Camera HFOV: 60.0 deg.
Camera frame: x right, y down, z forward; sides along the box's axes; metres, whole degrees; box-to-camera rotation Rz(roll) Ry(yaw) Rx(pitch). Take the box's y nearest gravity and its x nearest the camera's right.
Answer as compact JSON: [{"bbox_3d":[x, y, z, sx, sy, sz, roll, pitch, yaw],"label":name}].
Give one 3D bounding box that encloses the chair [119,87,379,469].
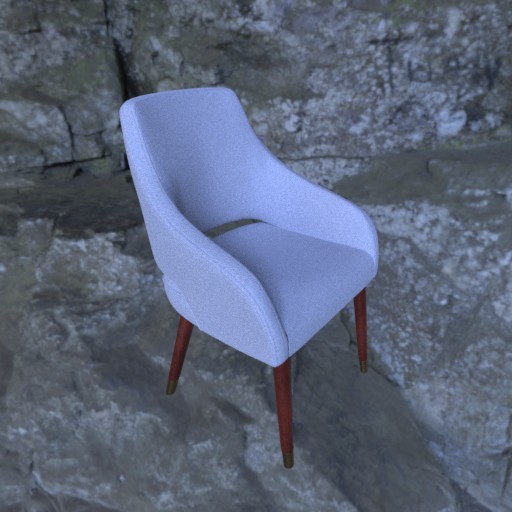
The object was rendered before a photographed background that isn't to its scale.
[{"bbox_3d":[0.000,0.000,1.313,0.600,0.889,0.609,19,32,33],"label":"chair"}]
